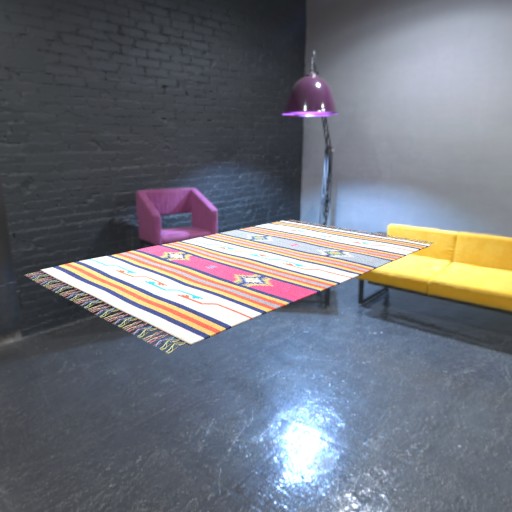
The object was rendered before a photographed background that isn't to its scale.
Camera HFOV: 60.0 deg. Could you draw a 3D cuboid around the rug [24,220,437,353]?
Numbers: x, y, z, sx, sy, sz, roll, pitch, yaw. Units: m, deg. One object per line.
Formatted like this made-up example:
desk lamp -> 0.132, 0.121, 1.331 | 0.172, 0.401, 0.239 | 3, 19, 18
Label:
rug -> 0.000, 0.000, 2.223 | 1.084, 0.013, 1.849 | 14, 20, 42
